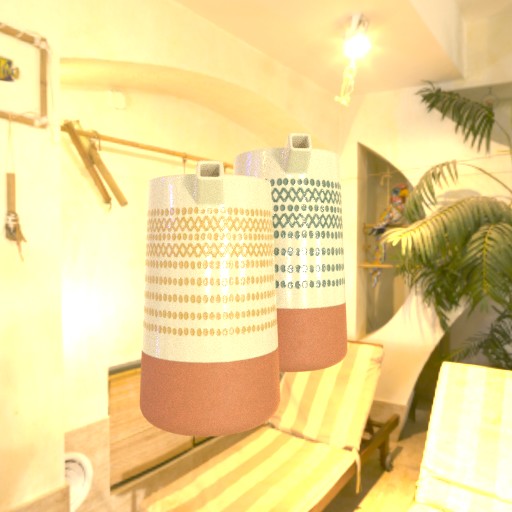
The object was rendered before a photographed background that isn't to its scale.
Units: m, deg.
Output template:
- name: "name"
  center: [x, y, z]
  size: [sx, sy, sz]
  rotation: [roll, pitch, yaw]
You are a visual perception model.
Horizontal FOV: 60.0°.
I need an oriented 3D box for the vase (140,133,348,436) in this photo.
- name: "vase"
  center: [0.000, 0.000, 0.461]
  size: [0.168, 0.247, 0.326]
  rotation: [1, 2, 35]
